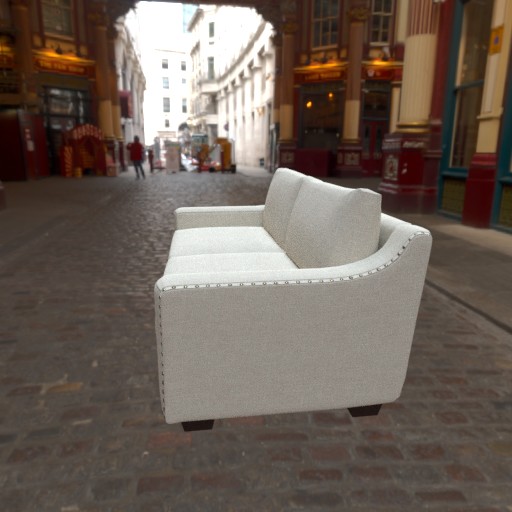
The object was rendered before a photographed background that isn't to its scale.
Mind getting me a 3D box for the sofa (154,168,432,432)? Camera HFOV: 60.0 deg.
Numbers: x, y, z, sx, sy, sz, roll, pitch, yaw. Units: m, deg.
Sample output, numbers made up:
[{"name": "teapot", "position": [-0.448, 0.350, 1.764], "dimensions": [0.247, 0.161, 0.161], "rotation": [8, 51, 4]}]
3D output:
[{"name": "sofa", "position": [0.000, 0.000, 2.731], "dimensions": [1.104, 0.983, 2.107], "rotation": [-2, 14, -8]}]
